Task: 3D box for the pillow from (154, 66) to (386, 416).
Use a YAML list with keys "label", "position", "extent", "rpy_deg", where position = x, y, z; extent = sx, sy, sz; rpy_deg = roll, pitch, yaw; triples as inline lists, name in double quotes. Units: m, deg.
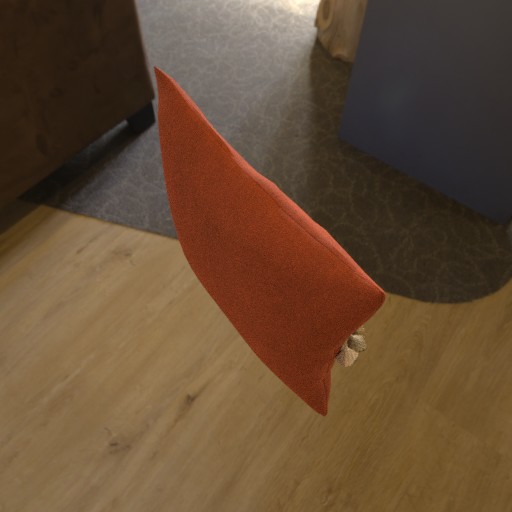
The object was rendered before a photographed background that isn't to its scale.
- label: "pillow"
  position: [0.000, 0.000, 0.749]
  extent: [0.165, 0.482, 0.490]
  rpy_deg: [-31, 63, -18]
